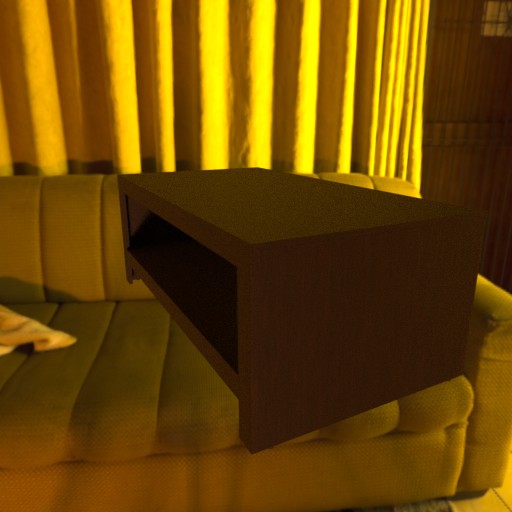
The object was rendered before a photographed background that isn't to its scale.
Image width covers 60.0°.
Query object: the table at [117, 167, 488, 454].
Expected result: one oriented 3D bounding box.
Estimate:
[{"bbox_3d":[0.000,0.000,1.389,0.597,0.424,1.099,-9,19,-26],"label":"table"}]
